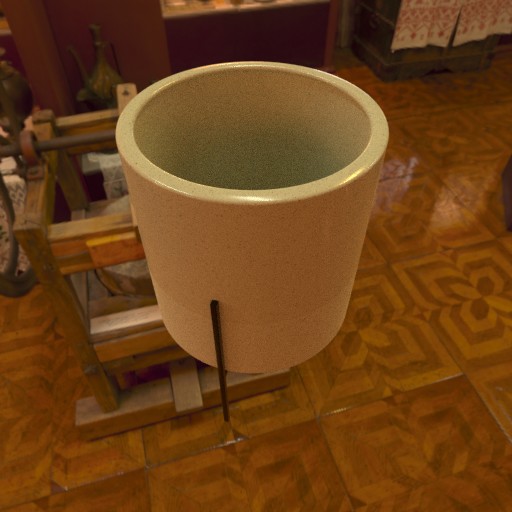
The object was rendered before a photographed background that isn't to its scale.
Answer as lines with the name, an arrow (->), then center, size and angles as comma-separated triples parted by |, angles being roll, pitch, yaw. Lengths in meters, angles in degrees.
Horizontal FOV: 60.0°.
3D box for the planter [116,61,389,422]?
planter -> 0.000, 0.000, 0.689 | 0.323, 0.475, 0.314 | -10, 47, -10
